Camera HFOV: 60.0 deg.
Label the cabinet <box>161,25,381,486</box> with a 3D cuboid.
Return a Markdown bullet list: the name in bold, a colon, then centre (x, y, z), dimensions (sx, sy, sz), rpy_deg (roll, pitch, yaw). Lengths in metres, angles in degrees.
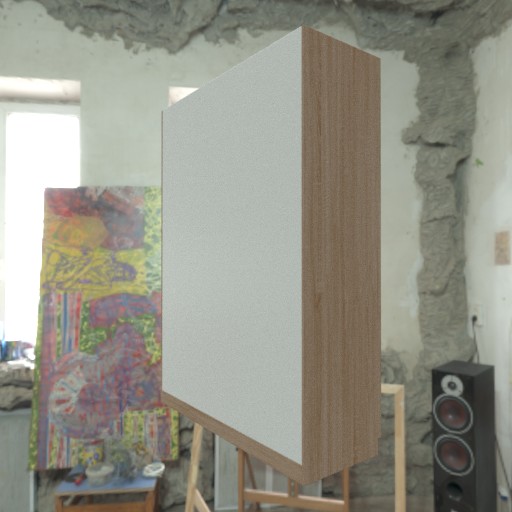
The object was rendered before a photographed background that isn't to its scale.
- **cabinet**: centre (0.000, 0.000, 2.807), dimensions (0.590, 2.120, 1.500), rpy_deg (0, 0, -37)
